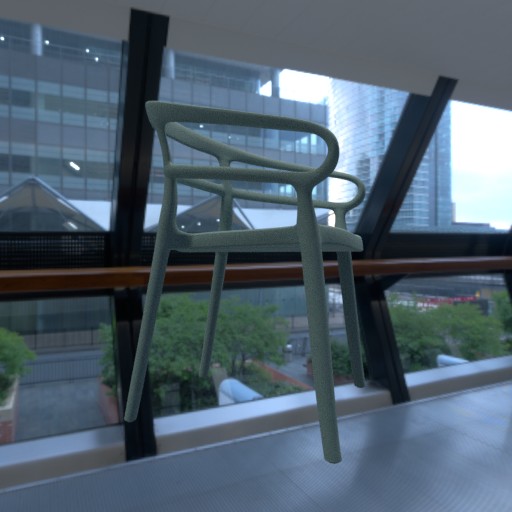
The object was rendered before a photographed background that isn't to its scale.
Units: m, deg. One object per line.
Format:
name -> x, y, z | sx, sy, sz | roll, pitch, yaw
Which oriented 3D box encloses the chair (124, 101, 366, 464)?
chair -> 0.000, 0.000, 1.128 | 0.527, 0.761, 0.559 | 0, 0, 19
